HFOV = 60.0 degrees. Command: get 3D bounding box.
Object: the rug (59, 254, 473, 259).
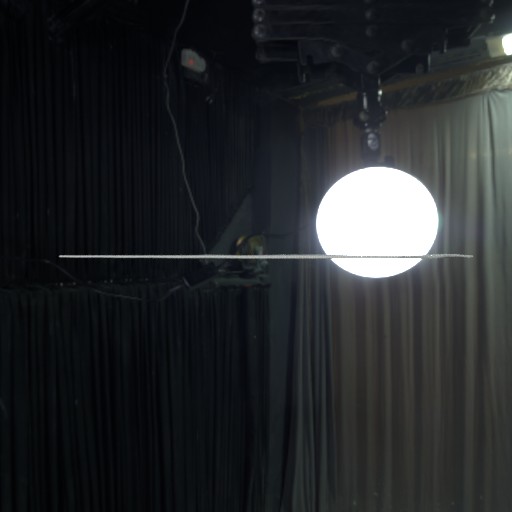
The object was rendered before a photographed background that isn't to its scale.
[{"bbox_3d":[0.000,0.000,1.066,0.869,0.008,0.511,0,0,37],"label":"rug"}]
